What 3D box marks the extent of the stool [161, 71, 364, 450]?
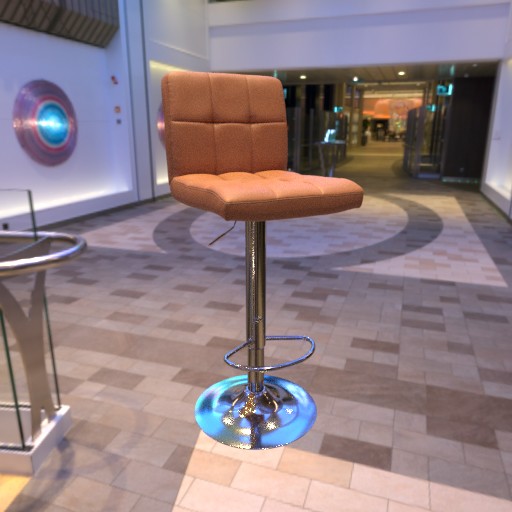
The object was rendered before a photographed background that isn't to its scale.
[{"bbox_3d":[0.000,0.000,1.397,0.430,1.115,0.505,-8,18,-26],"label":"stool"}]
